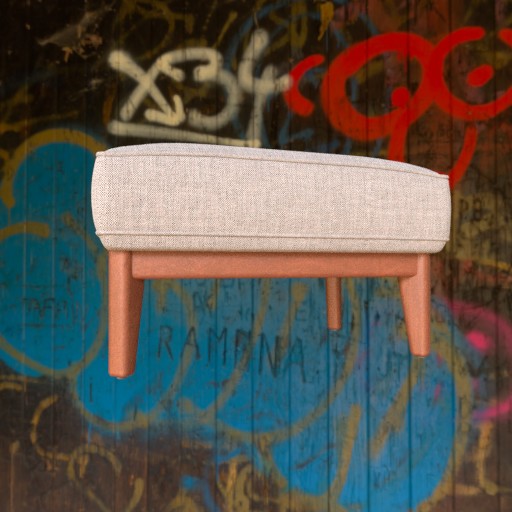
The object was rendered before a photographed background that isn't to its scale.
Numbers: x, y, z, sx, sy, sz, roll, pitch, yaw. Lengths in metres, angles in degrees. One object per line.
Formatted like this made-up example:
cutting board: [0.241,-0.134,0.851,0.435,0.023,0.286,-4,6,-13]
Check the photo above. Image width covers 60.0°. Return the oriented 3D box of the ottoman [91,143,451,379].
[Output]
ottoman: [0.000,0.000,1.111,0.750,0.458,0.555,0,-1,-17]
